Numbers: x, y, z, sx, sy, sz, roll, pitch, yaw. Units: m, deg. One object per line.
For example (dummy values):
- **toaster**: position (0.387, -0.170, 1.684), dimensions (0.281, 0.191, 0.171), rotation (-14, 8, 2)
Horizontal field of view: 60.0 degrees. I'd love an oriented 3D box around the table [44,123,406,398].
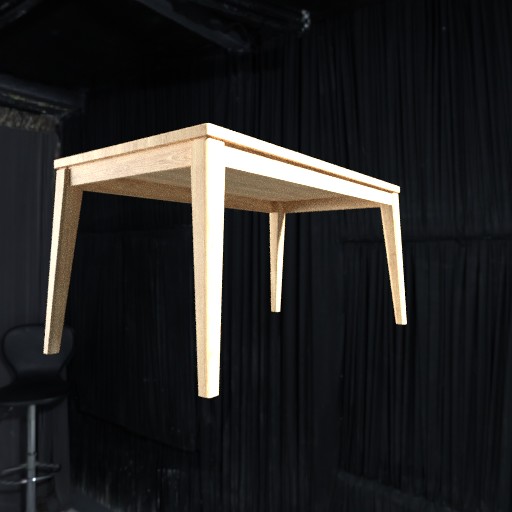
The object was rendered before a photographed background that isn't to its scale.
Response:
- **table**: position (0.000, 0.000, 2.109), dimensions (0.900, 0.760, 1.600), rotation (0, 1, 37)
